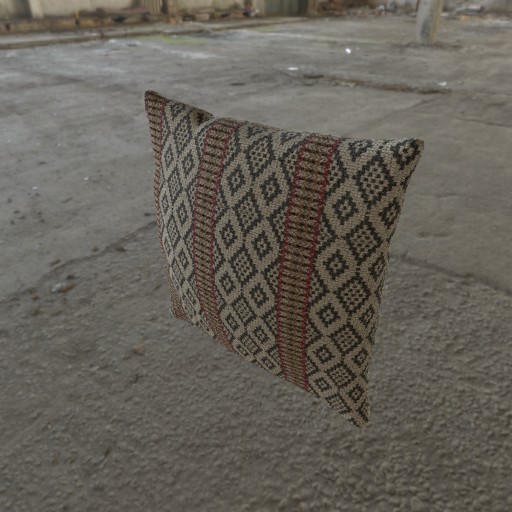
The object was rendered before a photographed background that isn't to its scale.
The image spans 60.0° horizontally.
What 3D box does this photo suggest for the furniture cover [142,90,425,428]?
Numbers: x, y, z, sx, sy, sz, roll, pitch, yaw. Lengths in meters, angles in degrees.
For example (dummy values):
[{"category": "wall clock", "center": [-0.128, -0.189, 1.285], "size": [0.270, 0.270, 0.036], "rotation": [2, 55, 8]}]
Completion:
[{"category": "furniture cover", "center": [0.000, 0.000, 0.782], "size": [0.503, 0.506, 0.182], "rotation": [23, 38, 32]}]
